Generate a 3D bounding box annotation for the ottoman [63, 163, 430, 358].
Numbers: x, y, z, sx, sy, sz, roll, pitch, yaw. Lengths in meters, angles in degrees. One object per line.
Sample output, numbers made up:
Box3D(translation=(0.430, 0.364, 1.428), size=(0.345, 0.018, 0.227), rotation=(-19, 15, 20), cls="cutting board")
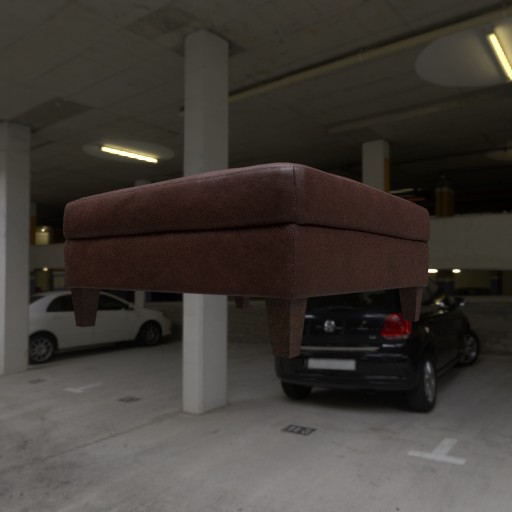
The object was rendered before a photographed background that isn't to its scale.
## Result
Box3D(translation=(0.000, 0.000, 1.370), size=(0.836, 0.415, 0.844), rotation=(-1, -2, 38), cls="ottoman")
